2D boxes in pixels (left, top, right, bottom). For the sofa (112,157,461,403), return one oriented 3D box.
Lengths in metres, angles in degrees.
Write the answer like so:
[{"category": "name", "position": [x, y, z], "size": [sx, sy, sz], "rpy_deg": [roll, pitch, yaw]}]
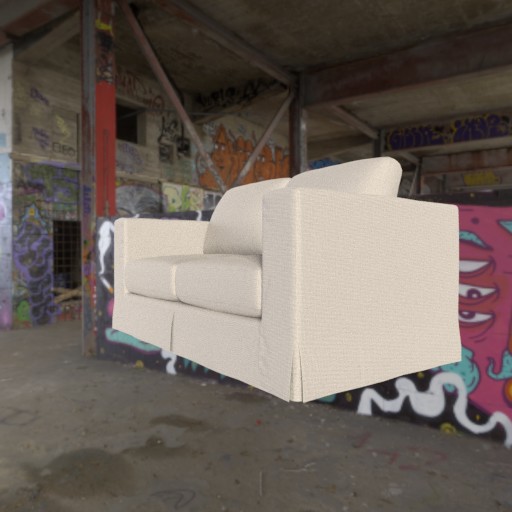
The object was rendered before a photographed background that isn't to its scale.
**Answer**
[{"category": "sofa", "position": [0.000, 0.000, 2.429], "size": [1.009, 0.932, 1.813], "rpy_deg": [0, 0, -36]}]
